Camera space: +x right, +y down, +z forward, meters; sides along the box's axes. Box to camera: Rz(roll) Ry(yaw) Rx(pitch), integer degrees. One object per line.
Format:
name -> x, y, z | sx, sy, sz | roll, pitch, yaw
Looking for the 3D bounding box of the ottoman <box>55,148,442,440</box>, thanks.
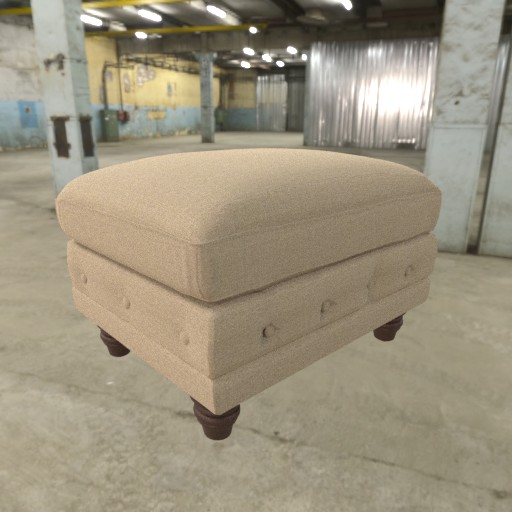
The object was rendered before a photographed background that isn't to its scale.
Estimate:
ottoman -> 0.000, 0.000, 1.000 | 0.684, 0.463, 0.541 | -15, 23, -40
